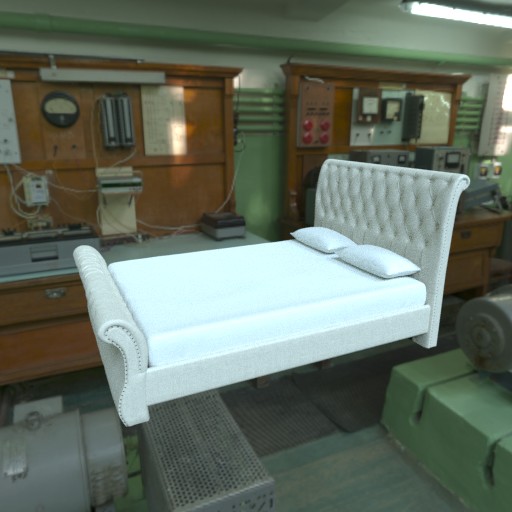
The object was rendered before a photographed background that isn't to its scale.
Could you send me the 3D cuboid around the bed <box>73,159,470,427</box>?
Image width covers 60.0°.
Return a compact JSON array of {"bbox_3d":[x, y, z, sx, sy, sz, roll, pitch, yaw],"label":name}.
[{"bbox_3d":[0.000,0.000,3.370,2.493,1.268,1.606,-8,18,-25],"label":"bed"}]
